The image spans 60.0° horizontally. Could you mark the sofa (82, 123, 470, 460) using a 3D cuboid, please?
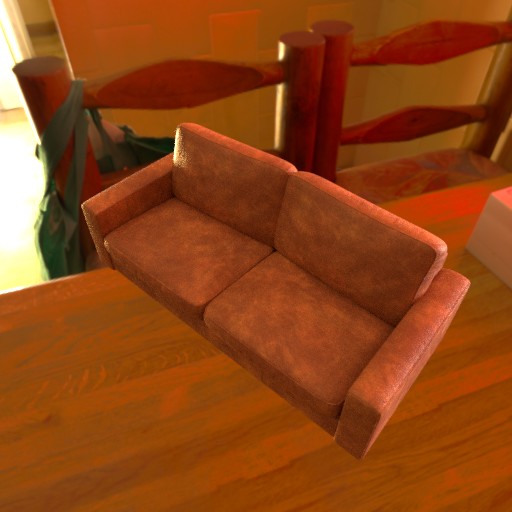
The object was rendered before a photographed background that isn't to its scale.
[{"bbox_3d":[0.000,0.000,2.685,2.179,0.873,1.016,31,53,27],"label":"sofa"}]
